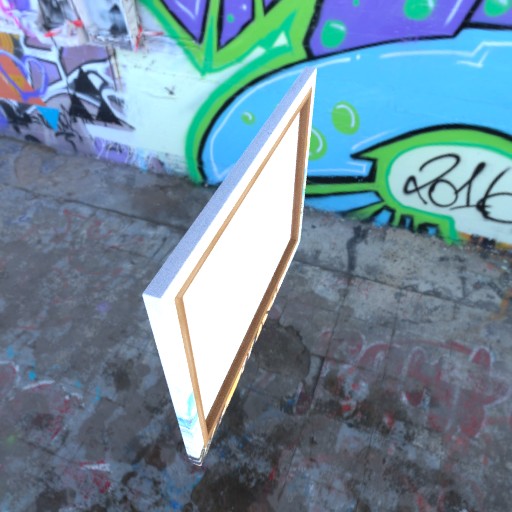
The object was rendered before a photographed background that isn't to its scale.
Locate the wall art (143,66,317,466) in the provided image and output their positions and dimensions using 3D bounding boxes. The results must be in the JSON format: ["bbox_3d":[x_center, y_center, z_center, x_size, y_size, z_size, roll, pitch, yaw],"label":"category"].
[{"bbox_3d":[0.000,0.000,1.354,0.038,0.762,1.016,15,47,14],"label":"wall art"}]
